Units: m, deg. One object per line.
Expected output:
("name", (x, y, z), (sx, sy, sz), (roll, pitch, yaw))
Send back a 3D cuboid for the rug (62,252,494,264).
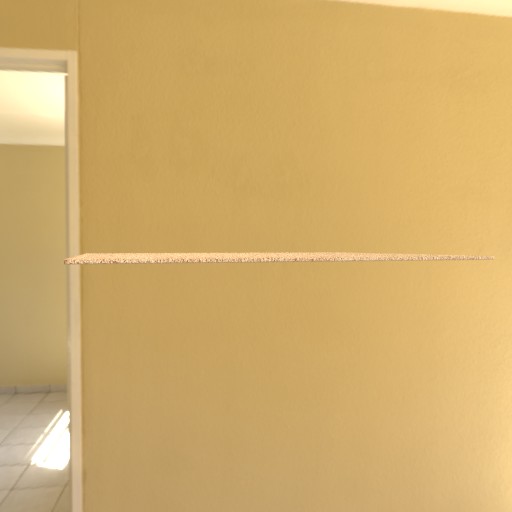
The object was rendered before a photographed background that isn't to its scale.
("rug", (0.000, 0.000, 4.049), (3.047, 0.029, 2.438), (0, 1, -18))
